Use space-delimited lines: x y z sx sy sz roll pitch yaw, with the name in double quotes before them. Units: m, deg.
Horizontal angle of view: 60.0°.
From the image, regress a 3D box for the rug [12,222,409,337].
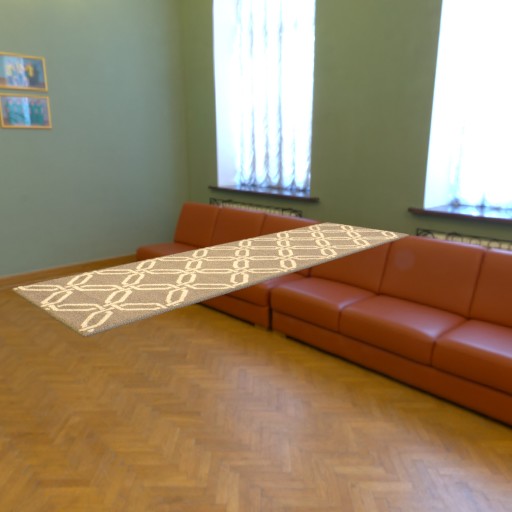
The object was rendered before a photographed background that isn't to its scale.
"rug" 0.000 0.000 2.438 0.678 0.014 2.276 13 19 43
